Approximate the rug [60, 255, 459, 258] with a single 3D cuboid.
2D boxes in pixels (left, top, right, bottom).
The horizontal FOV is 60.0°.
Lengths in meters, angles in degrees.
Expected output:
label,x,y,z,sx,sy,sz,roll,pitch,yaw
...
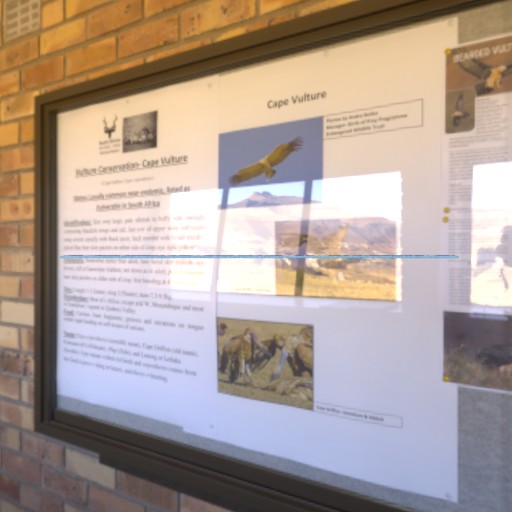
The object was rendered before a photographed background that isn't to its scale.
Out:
label,x,y,z,sx,sy,sz,roll,pitch,yaw
rug,0.000,0.000,2.821,1.554,0.012,2.205,0,0,-1
